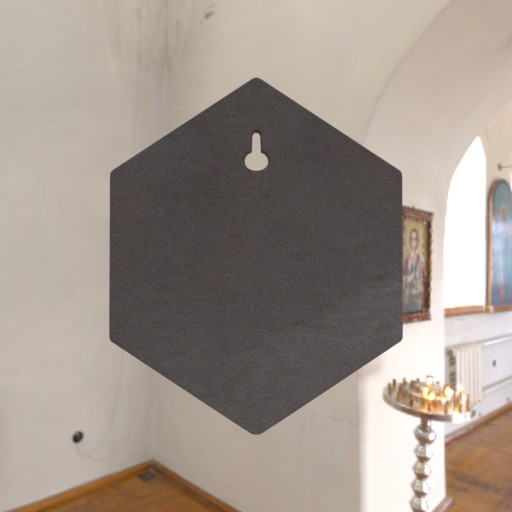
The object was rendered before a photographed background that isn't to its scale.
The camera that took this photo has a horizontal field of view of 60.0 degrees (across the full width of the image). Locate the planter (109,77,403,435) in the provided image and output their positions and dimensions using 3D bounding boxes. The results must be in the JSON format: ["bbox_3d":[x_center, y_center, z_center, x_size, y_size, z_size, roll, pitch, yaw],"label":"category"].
[{"bbox_3d":[0.000,0.000,0.293,0.169,0.206,0.077,0,-1,0],"label":"planter"}]
